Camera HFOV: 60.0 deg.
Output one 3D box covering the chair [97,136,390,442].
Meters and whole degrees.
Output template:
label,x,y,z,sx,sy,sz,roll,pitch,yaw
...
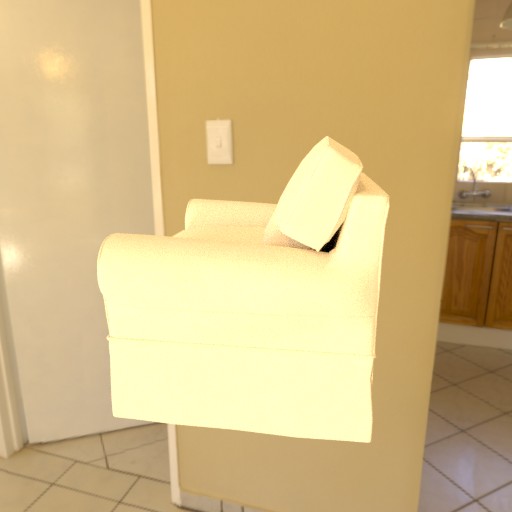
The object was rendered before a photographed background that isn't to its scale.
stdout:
label,x,y,z,sx,sy,sz,roll,pitch,yaw
chair,0.000,0.000,1.835,0.904,0.958,1.099,2,15,8
